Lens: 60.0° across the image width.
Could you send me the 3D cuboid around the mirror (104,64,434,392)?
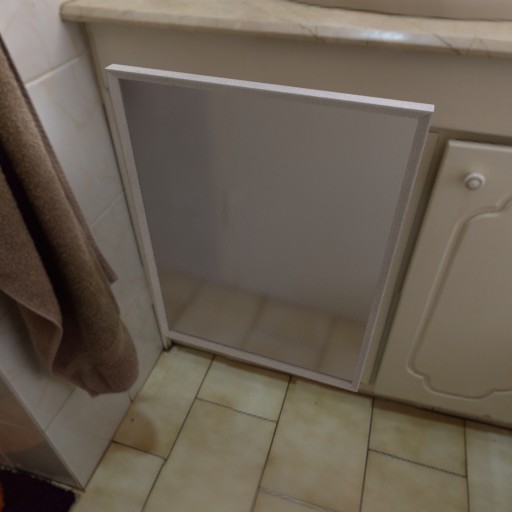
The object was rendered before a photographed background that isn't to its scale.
[{"bbox_3d":[0.000,0.000,1.324,0.762,1.016,0.041,13,43,14],"label":"mirror"}]
